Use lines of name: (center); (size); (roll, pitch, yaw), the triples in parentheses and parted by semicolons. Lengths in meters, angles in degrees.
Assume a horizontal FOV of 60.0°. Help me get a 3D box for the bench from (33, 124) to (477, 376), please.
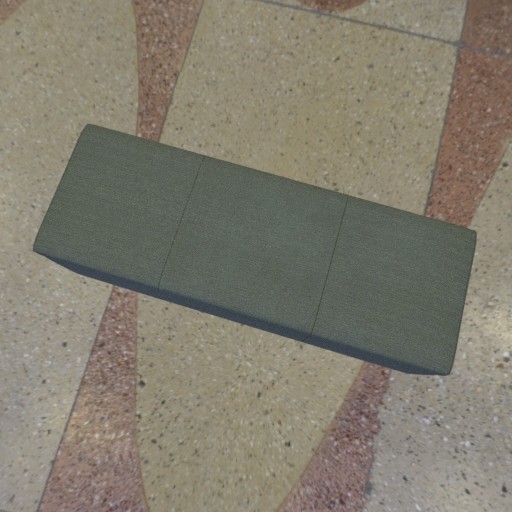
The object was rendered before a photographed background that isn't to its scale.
bench: (0.000, 0.000, 1.498); (1.269, 0.438, 0.446); (16, 77, 4)
